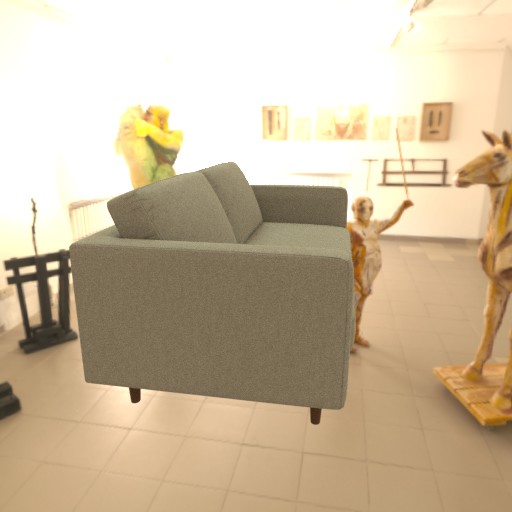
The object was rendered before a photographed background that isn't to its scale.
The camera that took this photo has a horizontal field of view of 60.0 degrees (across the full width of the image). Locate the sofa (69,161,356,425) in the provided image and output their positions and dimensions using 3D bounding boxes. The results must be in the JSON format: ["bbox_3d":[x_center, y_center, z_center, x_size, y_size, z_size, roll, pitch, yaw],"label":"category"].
[{"bbox_3d":[0.000,0.000,2.328,1.000,0.900,1.731,3,17,10],"label":"sofa"}]
